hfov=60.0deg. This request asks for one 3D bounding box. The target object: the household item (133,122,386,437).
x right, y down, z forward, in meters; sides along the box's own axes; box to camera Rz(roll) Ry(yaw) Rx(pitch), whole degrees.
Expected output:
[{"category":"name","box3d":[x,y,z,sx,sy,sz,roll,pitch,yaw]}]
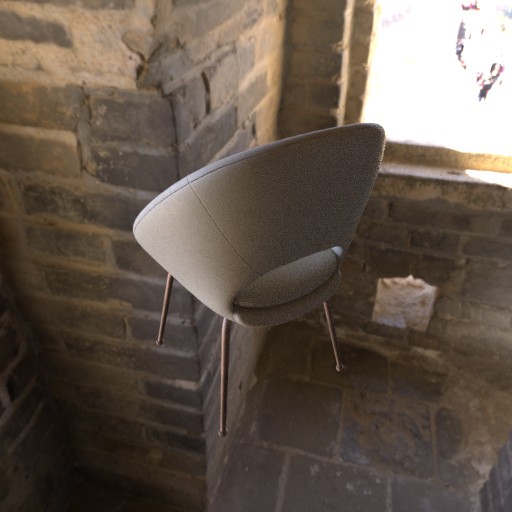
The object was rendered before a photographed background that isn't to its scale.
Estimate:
[{"category":"household item","box3d":[0.000,0.000,1.272,0.623,0.852,0.573,-19,37,-28]}]
